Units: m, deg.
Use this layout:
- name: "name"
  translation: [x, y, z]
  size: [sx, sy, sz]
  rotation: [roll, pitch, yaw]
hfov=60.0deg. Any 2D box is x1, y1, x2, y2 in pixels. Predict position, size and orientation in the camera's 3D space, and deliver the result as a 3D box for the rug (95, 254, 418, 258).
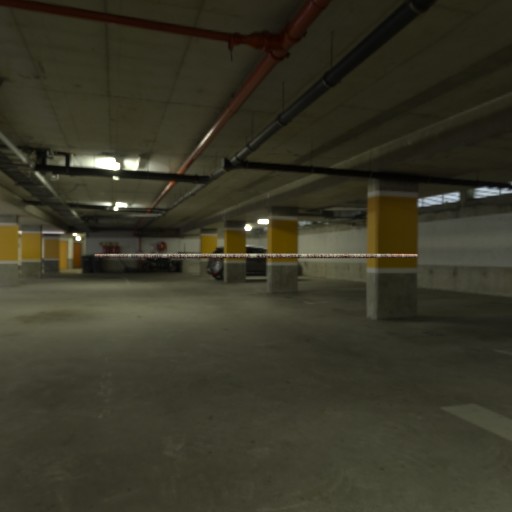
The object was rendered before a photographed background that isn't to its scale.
- name: "rug"
  translation: [0.000, 0.000, 2.208]
  size: [1.514, 0.015, 1.514]
  rotation: [0, 0, 0]
